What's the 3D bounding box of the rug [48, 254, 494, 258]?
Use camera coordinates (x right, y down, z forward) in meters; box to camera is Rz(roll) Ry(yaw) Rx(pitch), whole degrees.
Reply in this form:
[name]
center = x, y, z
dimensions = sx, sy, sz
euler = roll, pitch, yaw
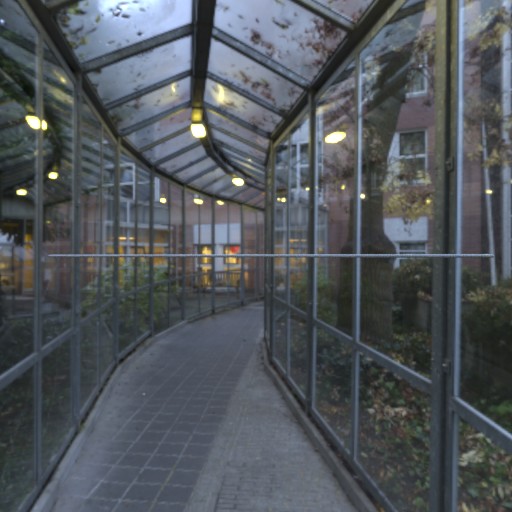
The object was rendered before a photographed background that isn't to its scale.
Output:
[rug]
center = 0.000, 0.000, 2.489
dimensions = 2.276, 0.014, 0.678
euler = 0, 0, 18
